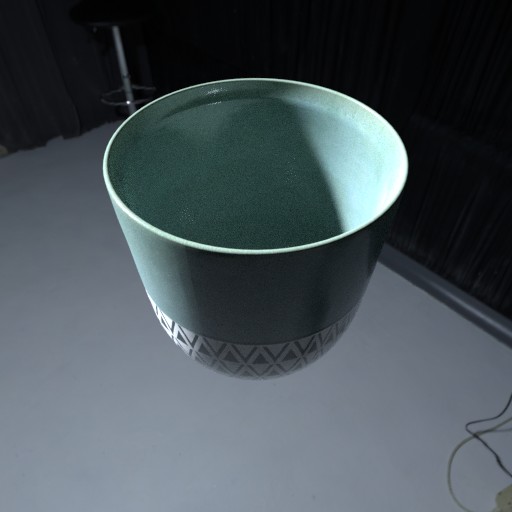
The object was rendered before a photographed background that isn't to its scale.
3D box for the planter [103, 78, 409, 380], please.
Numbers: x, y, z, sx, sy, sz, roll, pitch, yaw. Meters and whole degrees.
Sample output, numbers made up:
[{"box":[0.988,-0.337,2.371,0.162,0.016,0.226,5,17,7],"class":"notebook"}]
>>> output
[{"box":[0.000,0.000,0.372,0.198,0.214,0.198,0,47,0],"class":"planter"}]
